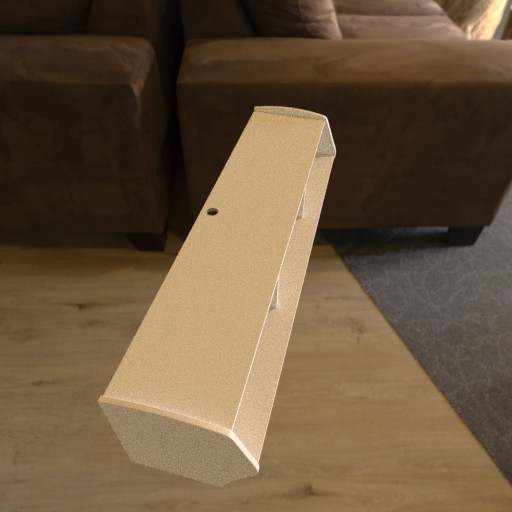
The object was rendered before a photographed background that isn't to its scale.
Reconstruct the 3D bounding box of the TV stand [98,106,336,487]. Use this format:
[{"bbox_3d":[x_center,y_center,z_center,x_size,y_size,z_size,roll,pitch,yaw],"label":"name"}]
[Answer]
[{"bbox_3d":[0.000,0.000,1.652,0.397,0.424,1.473,11,47,10],"label":"TV stand"}]
